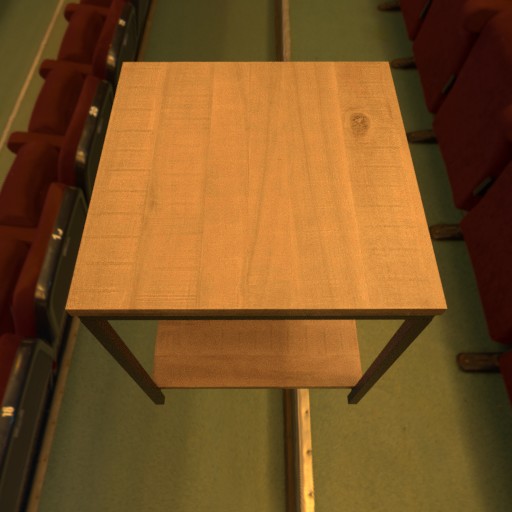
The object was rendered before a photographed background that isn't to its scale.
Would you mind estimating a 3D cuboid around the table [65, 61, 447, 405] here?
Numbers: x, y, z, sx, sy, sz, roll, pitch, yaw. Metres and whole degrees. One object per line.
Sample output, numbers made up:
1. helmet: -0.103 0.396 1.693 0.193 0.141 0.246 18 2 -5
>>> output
1. table: 0.000 0.000 0.965 0.503 0.589 0.507 0 60 0
